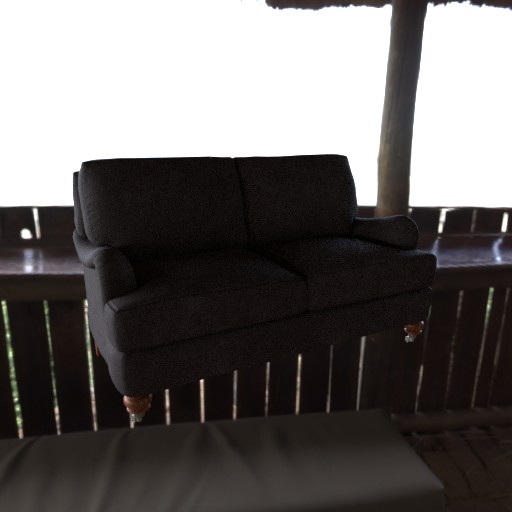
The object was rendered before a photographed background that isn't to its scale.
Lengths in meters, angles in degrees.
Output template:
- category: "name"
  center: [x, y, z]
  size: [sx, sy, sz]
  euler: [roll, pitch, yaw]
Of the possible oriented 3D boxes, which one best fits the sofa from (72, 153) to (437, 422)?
- category: "sofa"
  center: [0.000, 0.000, 2.529]
  size: [1.853, 1.101, 1.084]
  euler: [-8, 17, -27]
